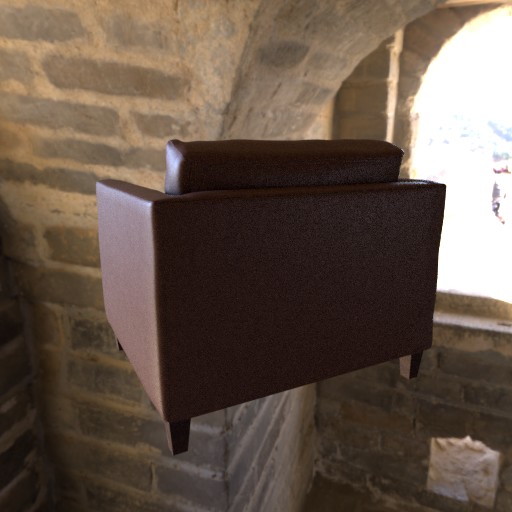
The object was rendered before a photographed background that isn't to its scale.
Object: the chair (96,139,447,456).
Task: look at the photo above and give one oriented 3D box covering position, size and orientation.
[{"bbox_3d":[0.000,0.000,1.808,1.107,0.917,0.959,-7,15,-27],"label":"chair"}]
